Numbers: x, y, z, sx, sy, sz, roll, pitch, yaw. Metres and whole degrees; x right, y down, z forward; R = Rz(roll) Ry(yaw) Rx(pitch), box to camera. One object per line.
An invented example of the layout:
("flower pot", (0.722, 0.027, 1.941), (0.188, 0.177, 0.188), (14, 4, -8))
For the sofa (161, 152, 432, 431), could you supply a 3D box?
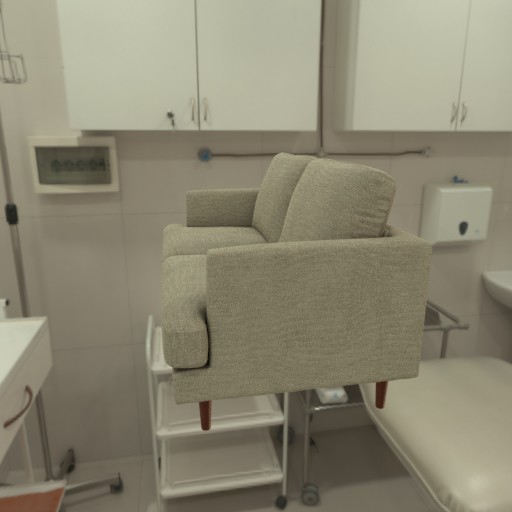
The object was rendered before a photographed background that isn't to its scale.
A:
("sofa", (0.000, 0.000, 2.166), (0.903, 0.944, 1.582), (-3, 16, -11))
